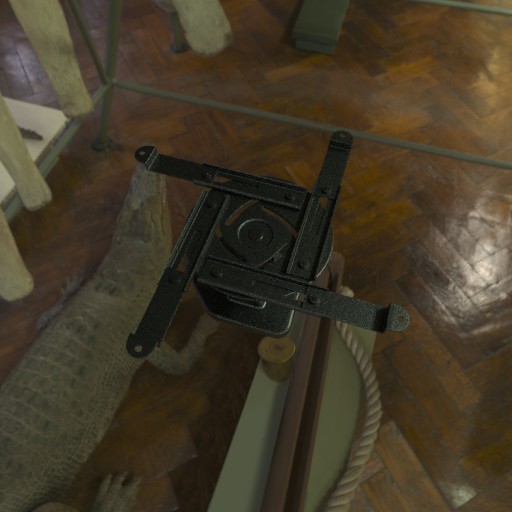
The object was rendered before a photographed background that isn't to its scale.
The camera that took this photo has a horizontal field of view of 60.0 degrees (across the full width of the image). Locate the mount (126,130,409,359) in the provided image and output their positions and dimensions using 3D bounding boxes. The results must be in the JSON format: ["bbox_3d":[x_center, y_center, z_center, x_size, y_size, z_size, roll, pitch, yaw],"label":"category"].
[{"bbox_3d":[0.000,0.000,0.606,0.394,0.141,0.394,15,60,9],"label":"mount"}]
